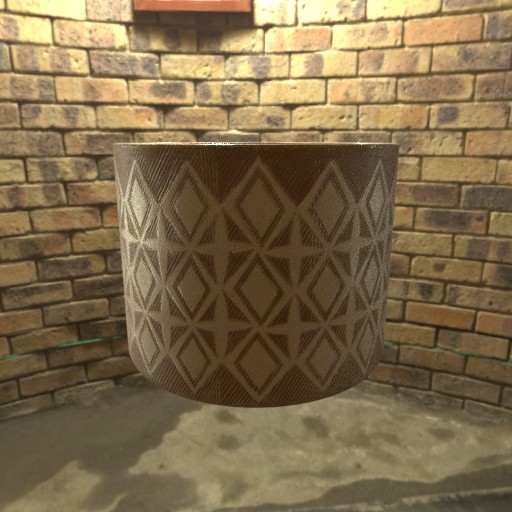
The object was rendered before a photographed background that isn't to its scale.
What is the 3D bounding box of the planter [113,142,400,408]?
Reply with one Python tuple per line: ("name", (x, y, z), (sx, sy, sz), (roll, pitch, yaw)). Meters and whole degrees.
("planter", (0.000, 0.000, 0.333), (0.193, 0.165, 0.193), (0, 15, 0))
